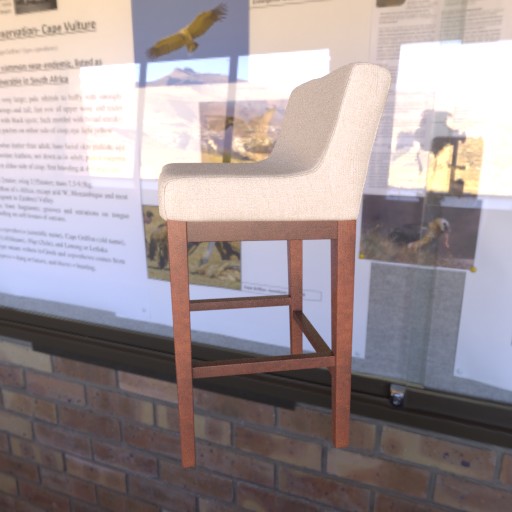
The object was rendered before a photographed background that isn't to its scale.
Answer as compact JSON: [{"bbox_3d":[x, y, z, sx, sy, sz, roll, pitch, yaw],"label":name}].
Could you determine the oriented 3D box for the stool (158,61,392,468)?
[{"bbox_3d":[0.000,0.000,1.221,0.500,0.937,0.511,-3,15,-10],"label":"stool"}]
